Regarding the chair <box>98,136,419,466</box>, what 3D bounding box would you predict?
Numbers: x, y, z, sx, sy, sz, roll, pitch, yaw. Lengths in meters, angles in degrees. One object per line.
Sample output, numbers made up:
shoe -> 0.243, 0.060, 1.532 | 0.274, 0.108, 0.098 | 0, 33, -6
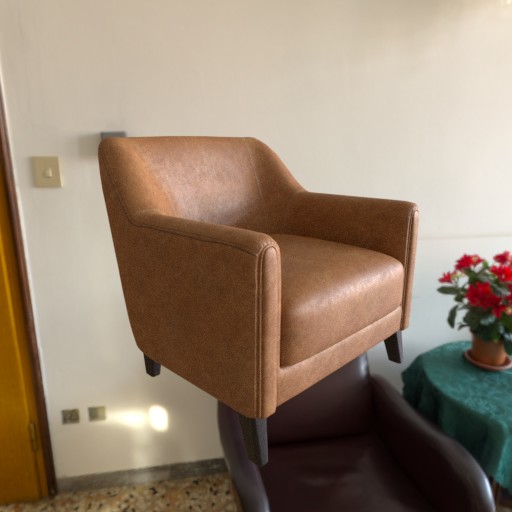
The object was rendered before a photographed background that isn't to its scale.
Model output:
chair -> 0.000, 0.000, 1.873 | 1.034, 0.980, 1.037 | 14, 21, 43
